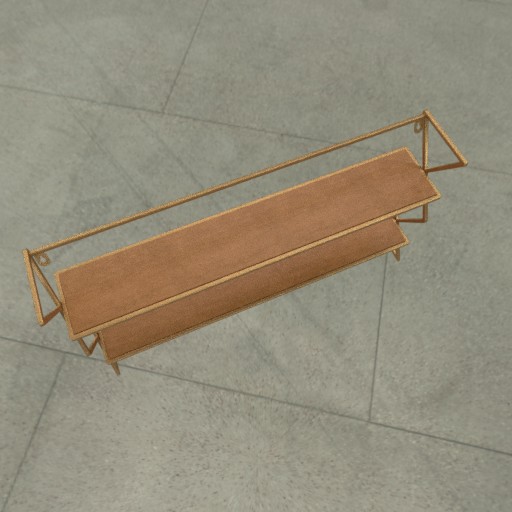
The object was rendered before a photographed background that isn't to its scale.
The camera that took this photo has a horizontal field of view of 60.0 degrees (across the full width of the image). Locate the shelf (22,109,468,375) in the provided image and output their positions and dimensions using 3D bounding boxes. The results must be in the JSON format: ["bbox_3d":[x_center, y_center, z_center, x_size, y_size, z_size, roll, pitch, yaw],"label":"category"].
[{"bbox_3d":[0.000,0.000,1.012,0.822,0.450,0.150,-21,67,-9],"label":"shelf"}]
